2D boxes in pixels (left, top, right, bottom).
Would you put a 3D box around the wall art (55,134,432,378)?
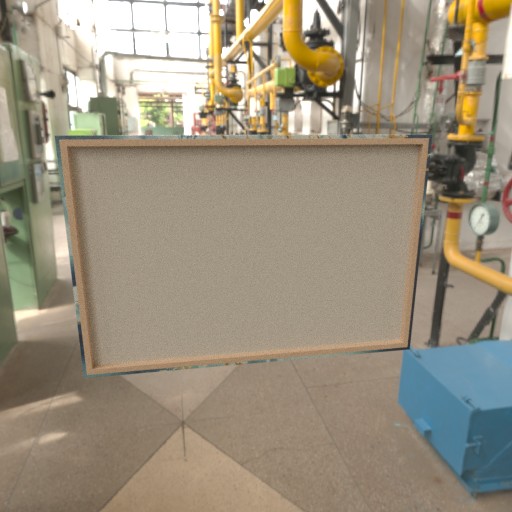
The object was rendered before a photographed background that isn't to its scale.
[{"bbox_3d":[0.000,0.000,1.442,1.138,0.759,0.035,-3,16,-9],"label":"wall art"}]
